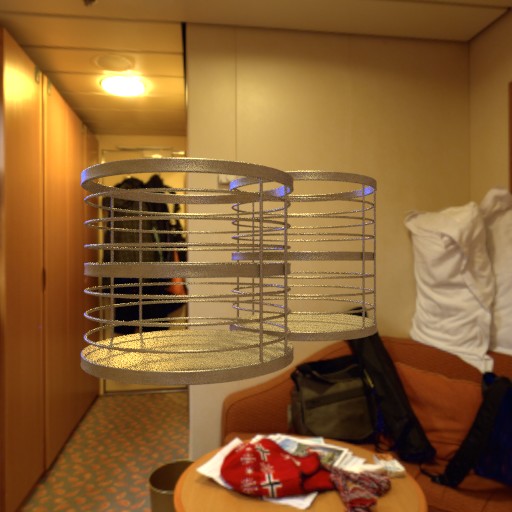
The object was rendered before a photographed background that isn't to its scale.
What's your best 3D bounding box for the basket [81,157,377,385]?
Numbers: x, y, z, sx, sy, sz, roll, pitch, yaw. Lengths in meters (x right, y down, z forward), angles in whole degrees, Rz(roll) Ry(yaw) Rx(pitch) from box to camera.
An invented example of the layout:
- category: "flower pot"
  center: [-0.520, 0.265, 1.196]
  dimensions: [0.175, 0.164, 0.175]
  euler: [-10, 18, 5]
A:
- category: "basket"
  center: [0.000, 0.000, 0.929]
  dimensions: [0.356, 0.351, 0.746]
  euler: [0, 0, 35]
